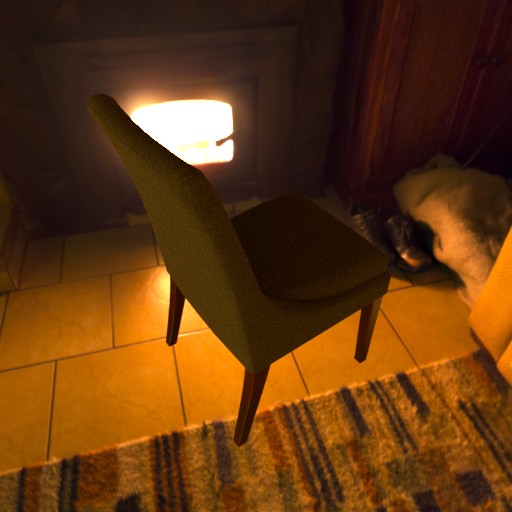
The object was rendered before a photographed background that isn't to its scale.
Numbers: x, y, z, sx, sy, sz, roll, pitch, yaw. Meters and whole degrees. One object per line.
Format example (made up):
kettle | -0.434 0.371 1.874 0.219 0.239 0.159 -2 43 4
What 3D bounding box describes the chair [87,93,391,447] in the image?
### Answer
chair | 0.000 0.000 1.293 0.655 0.952 0.508 -25 46 -26
